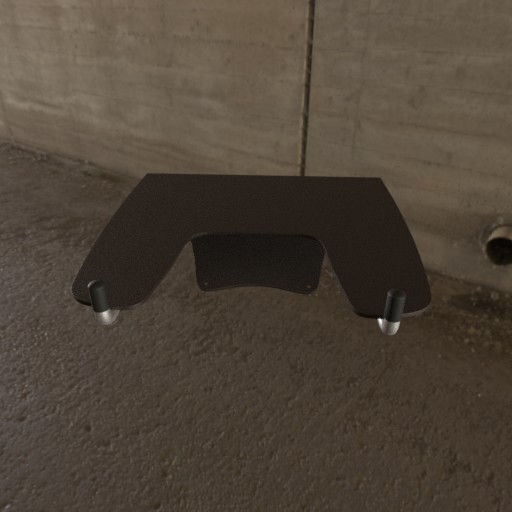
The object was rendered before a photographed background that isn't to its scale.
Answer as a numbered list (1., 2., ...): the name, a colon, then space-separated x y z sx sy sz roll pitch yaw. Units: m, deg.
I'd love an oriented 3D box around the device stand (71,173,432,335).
1. device stand: 0.000 0.000 0.347 0.230 0.092 0.230 2 30 3
